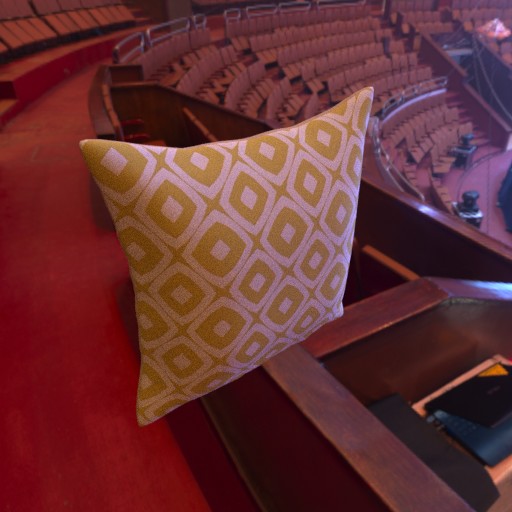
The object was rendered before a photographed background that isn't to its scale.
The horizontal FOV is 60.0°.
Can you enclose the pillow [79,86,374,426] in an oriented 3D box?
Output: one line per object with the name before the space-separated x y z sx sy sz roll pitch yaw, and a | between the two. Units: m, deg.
pillow | 0.000 0.000 0.758 0.504 0.494 0.188 -22 38 -31
